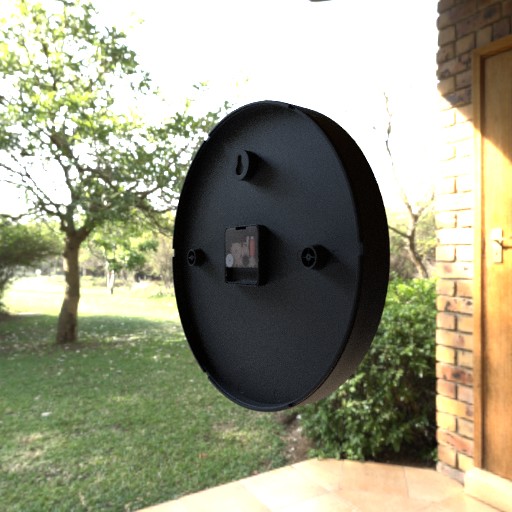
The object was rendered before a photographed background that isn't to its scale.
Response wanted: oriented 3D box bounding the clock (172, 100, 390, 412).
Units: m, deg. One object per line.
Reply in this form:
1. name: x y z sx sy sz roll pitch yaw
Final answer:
1. clock: 0.000 0.000 0.440 0.040 0.293 0.293 0 0 -37
